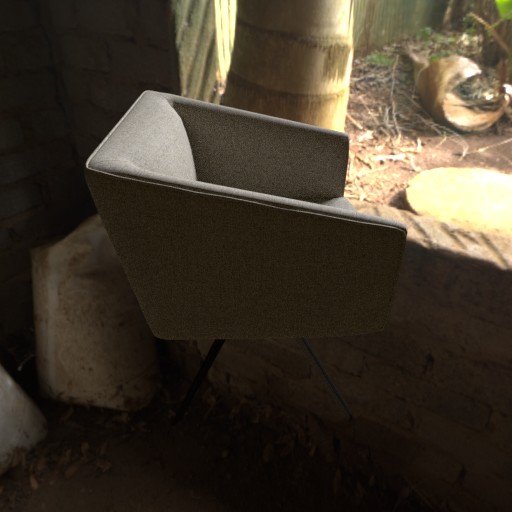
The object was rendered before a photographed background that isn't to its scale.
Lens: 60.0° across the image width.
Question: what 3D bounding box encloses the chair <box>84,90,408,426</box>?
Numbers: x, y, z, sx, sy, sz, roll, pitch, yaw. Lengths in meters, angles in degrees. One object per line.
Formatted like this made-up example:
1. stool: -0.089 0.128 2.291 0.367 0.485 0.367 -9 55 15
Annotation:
1. chair: 0.000 0.000 1.228 0.623 0.760 0.628 -1 33 -1
